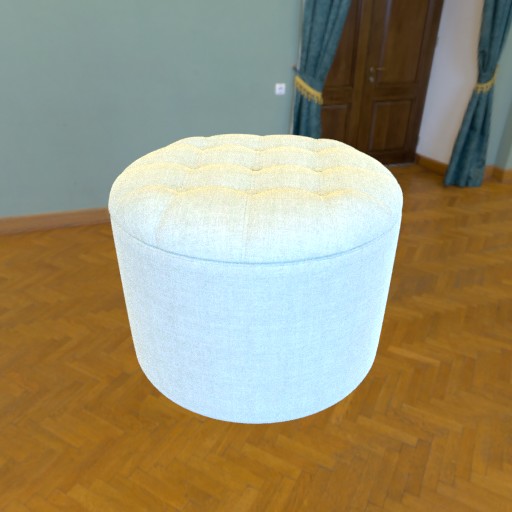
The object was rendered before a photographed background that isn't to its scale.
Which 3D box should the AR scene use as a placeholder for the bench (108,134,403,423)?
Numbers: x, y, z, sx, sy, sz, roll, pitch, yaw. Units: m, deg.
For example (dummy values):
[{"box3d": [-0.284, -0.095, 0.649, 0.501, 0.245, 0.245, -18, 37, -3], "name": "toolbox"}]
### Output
[{"box3d": [0.000, 0.000, 1.019, 0.600, 0.453, 0.600, 0, 30, 0], "name": "bench"}]
